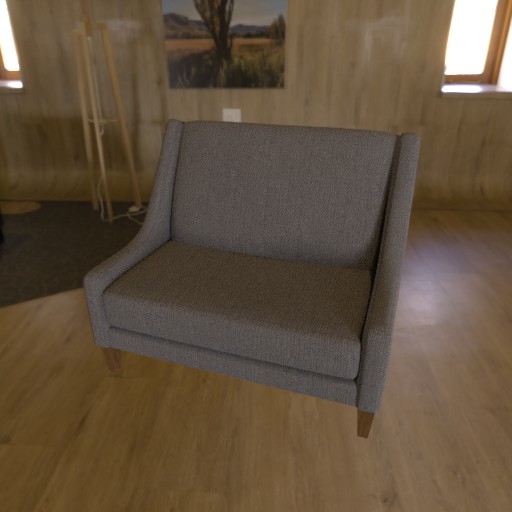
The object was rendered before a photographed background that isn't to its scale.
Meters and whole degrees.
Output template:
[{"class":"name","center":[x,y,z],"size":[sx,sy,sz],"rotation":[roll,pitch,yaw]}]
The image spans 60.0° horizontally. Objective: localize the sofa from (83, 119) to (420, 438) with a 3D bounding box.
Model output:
[{"class":"sofa","center":[0.000,0.000,1.966],"size":[1.242,1.022,0.873],"rotation":[9,27,17]}]
